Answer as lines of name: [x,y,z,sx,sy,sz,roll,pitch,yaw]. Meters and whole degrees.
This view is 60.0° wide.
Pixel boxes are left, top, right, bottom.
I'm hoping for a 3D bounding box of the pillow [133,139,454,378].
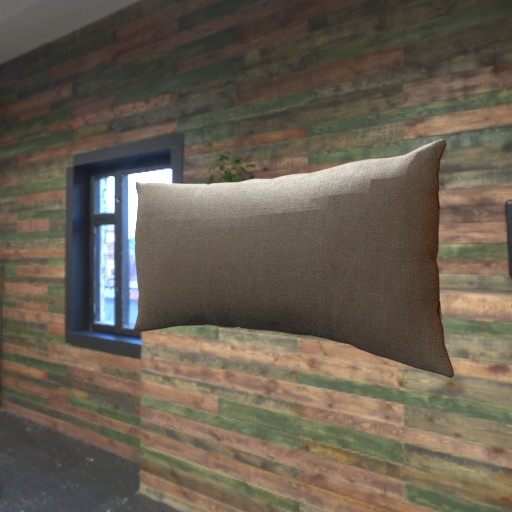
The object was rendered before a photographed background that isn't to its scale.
pillow: [0.000,0.000,0.735,0.612,0.308,0.148,0,0,35]
